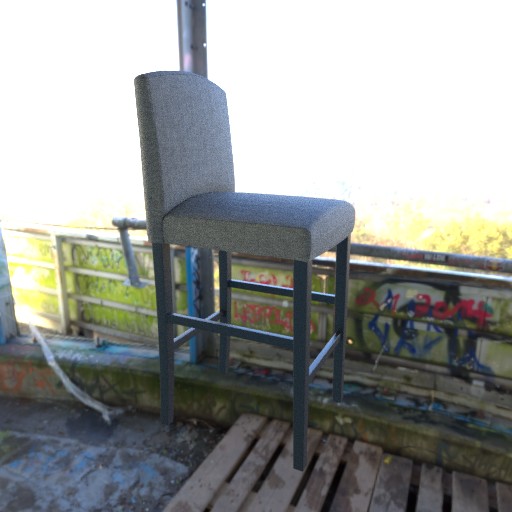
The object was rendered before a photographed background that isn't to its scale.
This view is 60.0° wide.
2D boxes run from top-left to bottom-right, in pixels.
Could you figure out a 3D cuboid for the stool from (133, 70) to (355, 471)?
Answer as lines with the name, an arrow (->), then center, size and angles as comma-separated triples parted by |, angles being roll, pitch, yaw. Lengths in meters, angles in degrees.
stool -> 0.000, 0.000, 1.427 | 0.552, 1.138, 0.451 | 7, 16, 25
